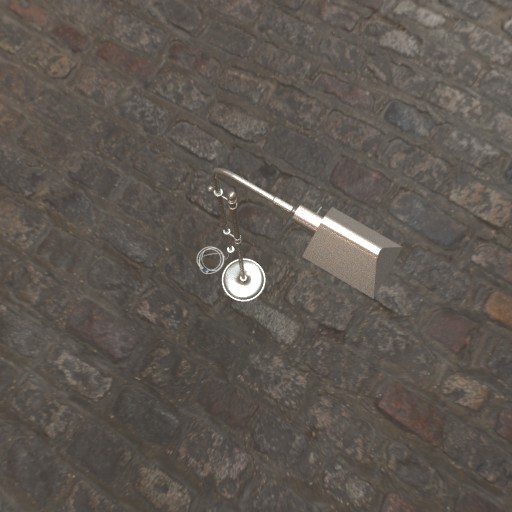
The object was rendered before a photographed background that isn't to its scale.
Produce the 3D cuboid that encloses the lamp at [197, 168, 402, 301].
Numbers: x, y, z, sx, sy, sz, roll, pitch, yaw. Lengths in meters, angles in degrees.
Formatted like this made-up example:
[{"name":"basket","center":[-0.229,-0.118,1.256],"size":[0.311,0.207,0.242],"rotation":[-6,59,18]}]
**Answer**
[{"name":"lamp","center":[0.000,0.000,1.874],"size":[0.813,1.571,0.256],"rotation":[31,78,7]}]
